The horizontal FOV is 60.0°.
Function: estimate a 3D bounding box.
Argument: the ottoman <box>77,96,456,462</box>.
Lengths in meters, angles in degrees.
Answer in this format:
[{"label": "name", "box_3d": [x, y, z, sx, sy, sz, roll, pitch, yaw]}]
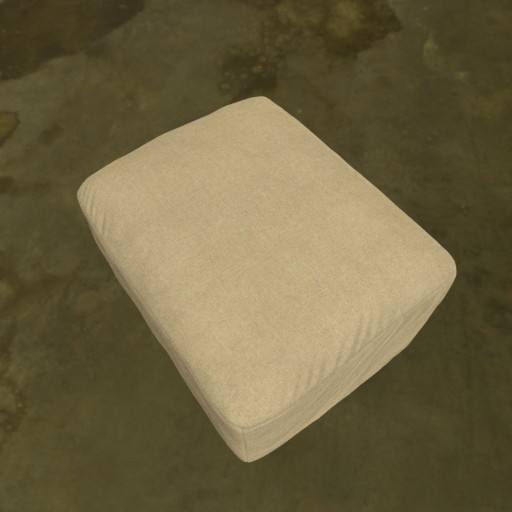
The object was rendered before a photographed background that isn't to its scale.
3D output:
[{"label": "ottoman", "box_3d": [0.000, 0.000, 1.244, 0.683, 0.481, 0.837, -32, 63, -19]}]
